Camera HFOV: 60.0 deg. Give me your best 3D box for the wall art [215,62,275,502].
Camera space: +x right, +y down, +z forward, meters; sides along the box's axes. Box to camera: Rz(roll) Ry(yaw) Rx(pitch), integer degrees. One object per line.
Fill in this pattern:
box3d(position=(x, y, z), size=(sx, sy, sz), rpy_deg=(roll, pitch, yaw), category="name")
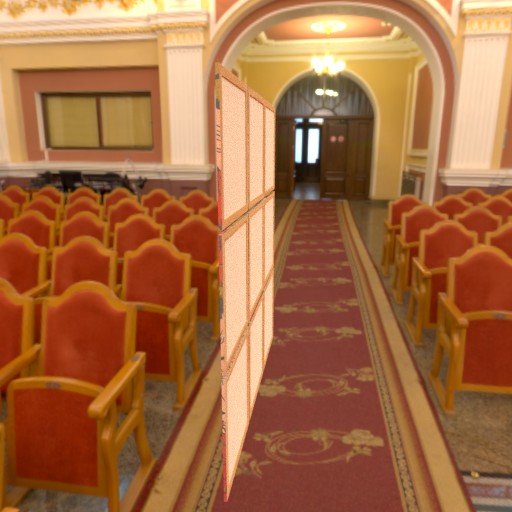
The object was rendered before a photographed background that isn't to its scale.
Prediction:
box3d(position=(0.000, 0.000, 2.213), size=(0.013, 1.534, 1.519), rpy_deg=(2, 14, 8), category="wall art")
